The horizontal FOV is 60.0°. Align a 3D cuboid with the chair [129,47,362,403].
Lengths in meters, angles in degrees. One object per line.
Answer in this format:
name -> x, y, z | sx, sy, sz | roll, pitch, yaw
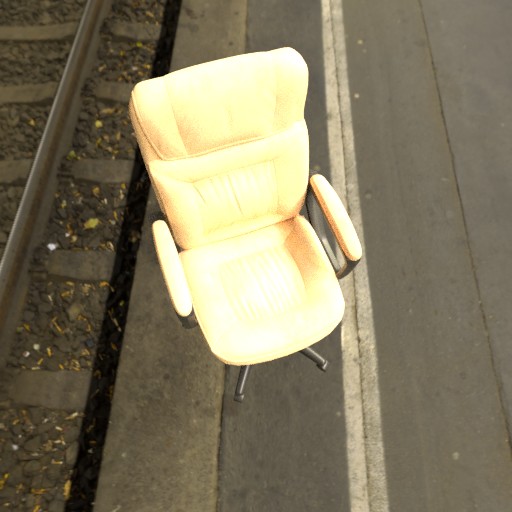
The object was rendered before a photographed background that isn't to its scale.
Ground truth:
chair -> 0.000, 0.000, 1.537 | 0.667, 1.105, 0.724 | -17, 64, -9
